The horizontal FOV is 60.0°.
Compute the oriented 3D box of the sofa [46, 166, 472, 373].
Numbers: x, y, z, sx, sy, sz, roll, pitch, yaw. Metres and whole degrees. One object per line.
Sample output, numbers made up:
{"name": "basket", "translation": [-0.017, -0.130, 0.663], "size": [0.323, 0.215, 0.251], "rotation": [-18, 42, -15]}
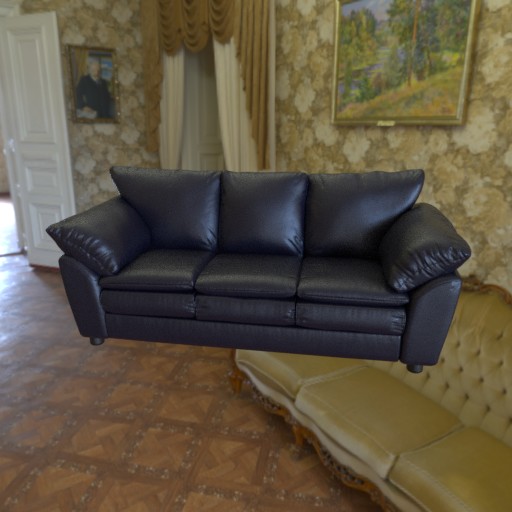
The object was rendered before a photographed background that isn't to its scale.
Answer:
{"name": "sofa", "translation": [0.000, 0.000, 2.813], "size": [2.336, 1.073, 0.880], "rotation": [3, 16, 10]}
